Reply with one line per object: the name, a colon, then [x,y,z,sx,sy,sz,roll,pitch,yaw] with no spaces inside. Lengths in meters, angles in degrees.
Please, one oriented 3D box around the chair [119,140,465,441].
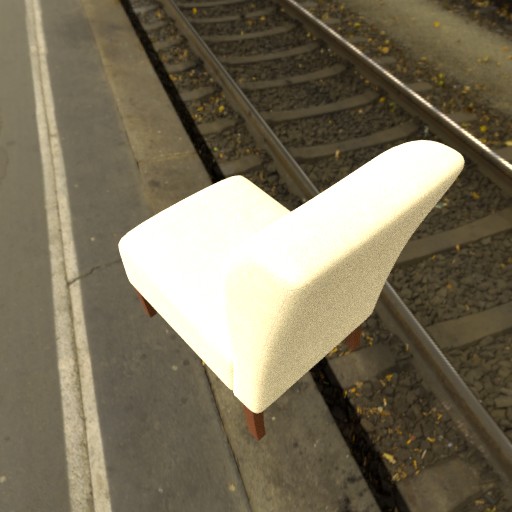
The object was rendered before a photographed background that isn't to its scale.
chair: [0.000,0.000,1.275,0.521,0.833,0.754,-34,55,-27]
